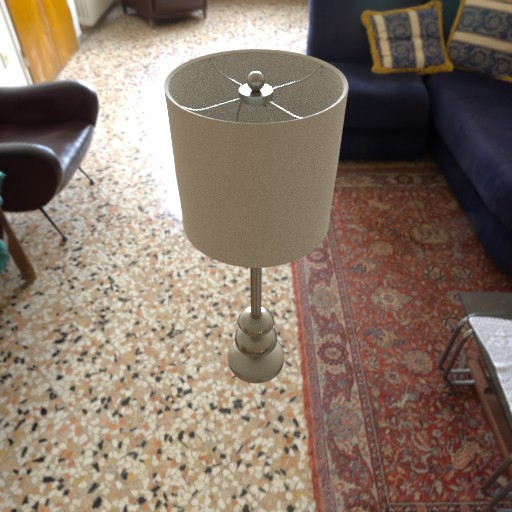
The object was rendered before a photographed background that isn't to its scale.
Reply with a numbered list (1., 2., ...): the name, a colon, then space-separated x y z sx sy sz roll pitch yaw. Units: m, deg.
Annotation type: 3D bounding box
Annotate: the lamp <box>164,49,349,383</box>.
1. lamp: 0.000 0.000 0.841 0.254 0.690 0.254 -26 49 -25
